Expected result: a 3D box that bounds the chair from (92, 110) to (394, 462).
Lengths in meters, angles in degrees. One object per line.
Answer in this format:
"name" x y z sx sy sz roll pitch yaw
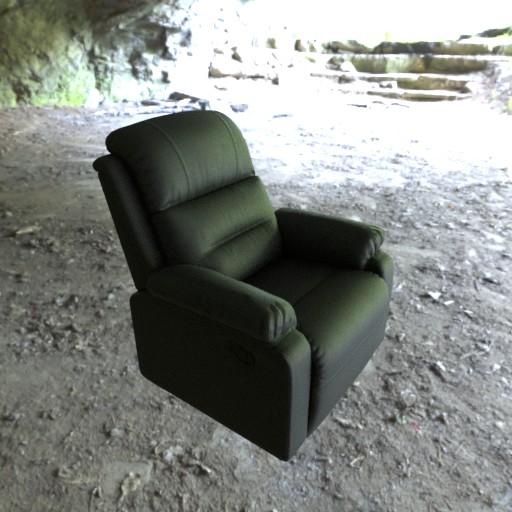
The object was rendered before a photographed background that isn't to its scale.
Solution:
"chair" 0.000 0.000 1.697 0.919 0.992 0.855 18 32 32
